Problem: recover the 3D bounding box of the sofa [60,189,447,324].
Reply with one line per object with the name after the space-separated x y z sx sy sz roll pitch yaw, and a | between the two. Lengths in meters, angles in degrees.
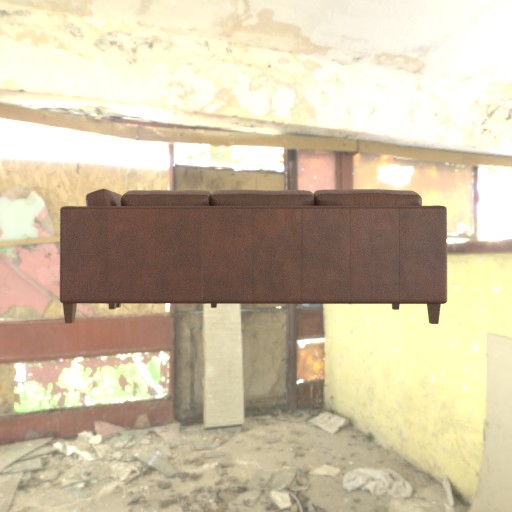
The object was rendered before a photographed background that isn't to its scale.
0.000 0.000 4.441 2.452 0.891 3.324 0 -1 1 | sofa
